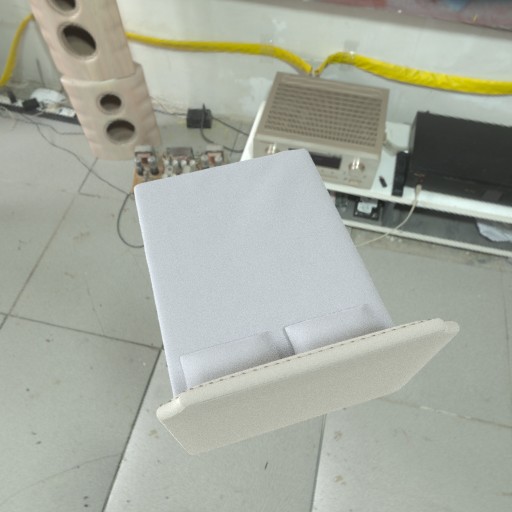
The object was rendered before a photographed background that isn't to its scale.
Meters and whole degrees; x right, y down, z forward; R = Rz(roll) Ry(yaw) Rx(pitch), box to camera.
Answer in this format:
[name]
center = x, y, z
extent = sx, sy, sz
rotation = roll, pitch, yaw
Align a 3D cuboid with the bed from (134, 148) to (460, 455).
[bed]
center = 0.000, 0.000, 3.444
extent = 1.712, 1.497, 2.372
rotation = -14, 59, -9
